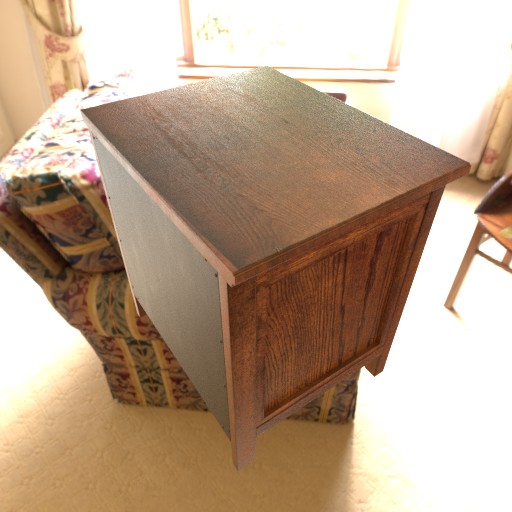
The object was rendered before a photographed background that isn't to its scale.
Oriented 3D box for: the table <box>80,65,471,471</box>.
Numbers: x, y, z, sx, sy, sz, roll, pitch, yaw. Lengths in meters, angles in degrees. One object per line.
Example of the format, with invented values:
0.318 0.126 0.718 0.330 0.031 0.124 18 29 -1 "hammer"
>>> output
0.000 0.000 1.003 0.461 0.597 0.586 -24 47 -25 "table"
